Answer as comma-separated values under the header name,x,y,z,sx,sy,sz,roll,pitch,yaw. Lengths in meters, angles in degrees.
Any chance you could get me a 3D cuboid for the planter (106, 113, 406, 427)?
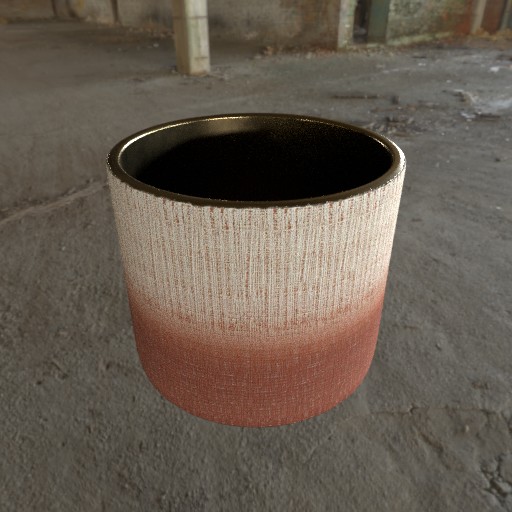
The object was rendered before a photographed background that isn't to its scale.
name,x,y,z,sx,sy,sz,roll,pitch,yaw
planter,0.000,0.000,0.438,0.254,0.221,0.254,0,31,0
